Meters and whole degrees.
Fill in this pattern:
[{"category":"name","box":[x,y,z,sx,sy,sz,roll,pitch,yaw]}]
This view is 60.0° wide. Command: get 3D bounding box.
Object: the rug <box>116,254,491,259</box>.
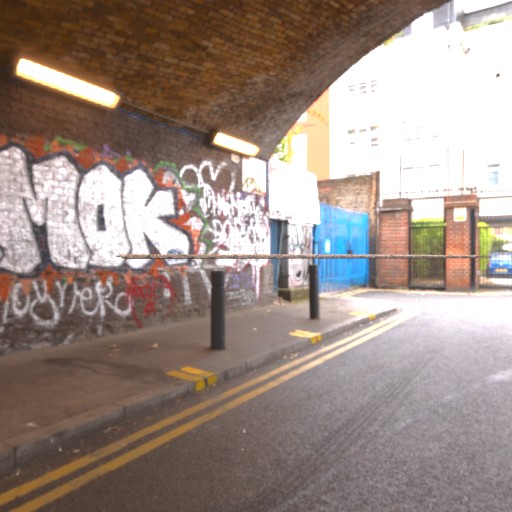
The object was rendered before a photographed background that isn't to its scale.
[{"category":"rug","box":[0.000,0.000,4.850,2.892,0.036,3.585,0,0,-18]}]
